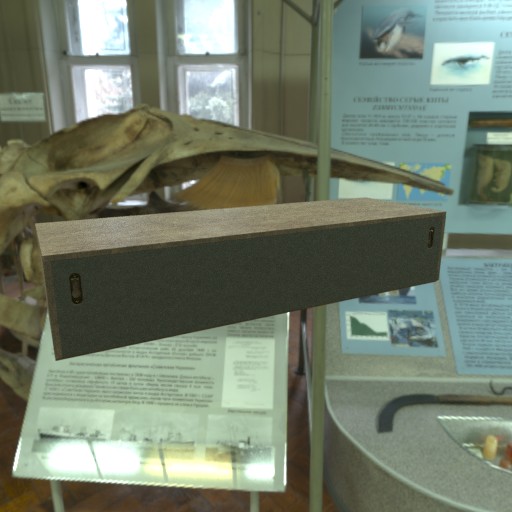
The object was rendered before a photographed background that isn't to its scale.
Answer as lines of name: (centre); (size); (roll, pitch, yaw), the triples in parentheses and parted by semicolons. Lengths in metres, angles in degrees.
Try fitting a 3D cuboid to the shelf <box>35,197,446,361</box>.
shelf: (0.000, 0.000, 0.701); (0.610, 0.125, 0.200); (-8, 17, -27)
